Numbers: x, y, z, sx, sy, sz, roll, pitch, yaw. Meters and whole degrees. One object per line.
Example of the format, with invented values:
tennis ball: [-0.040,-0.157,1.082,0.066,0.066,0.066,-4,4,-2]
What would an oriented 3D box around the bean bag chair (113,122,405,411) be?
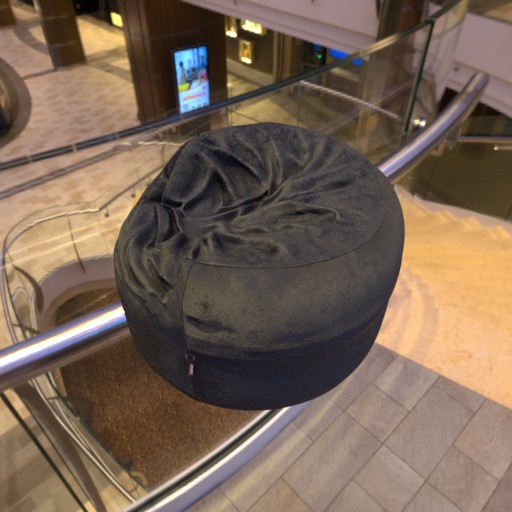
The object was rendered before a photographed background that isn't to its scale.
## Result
bean bag chair: [0.000,0.000,1.489,0.918,0.605,0.918,0,42,0]
